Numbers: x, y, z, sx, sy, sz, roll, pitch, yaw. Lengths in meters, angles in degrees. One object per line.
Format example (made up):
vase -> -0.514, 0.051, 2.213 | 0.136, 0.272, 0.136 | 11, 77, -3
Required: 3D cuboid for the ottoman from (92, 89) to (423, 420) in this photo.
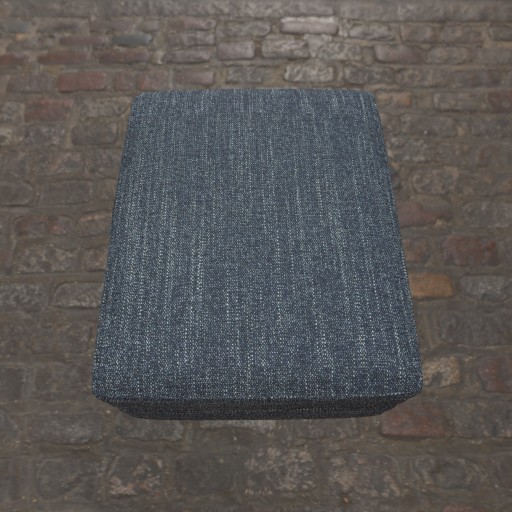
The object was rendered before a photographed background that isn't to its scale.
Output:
ottoman -> 0.000, 0.000, 1.192 | 0.667, 0.491, 0.814 | 0, 64, 0
